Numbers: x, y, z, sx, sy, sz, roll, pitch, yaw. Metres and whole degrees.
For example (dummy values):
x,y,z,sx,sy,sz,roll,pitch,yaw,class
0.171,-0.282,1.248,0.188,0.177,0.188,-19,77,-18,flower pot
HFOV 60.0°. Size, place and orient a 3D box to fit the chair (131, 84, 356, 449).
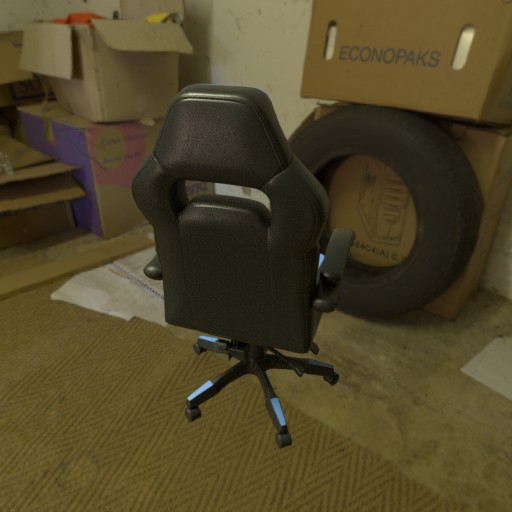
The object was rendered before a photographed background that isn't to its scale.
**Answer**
x,y,z,sx,sy,sz,roll,pitch,yaw,class
0.000,0.000,1.661,0.700,1.280,0.700,9,31,16,chair
